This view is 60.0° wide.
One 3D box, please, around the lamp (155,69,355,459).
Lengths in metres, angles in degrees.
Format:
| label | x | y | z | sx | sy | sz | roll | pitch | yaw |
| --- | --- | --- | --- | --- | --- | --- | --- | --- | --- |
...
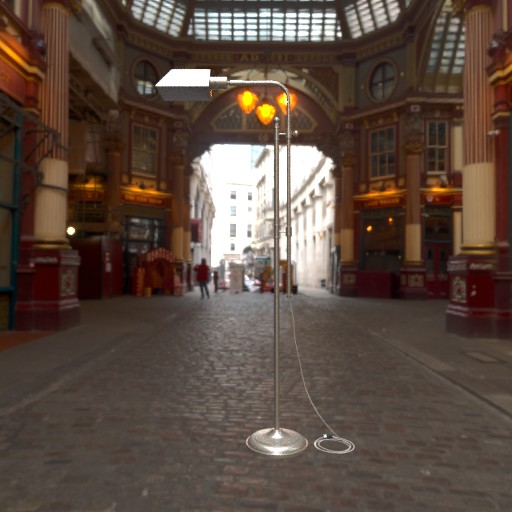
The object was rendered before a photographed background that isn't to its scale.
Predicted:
| label | x | y | z | sx | sy | sz | roll | pitch | yaw |
| --- | --- | --- | --- | --- | --- | --- | --- | --- | --- |
| lamp | 0.000 | 0.000 | 1.854 | 0.813 | 1.571 | 0.256 | 0 | -1 | 0 |
